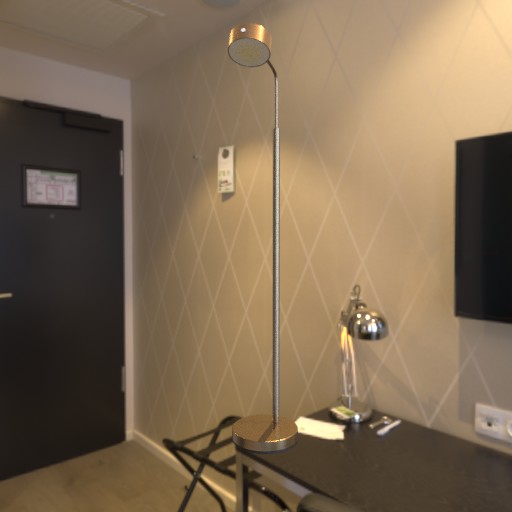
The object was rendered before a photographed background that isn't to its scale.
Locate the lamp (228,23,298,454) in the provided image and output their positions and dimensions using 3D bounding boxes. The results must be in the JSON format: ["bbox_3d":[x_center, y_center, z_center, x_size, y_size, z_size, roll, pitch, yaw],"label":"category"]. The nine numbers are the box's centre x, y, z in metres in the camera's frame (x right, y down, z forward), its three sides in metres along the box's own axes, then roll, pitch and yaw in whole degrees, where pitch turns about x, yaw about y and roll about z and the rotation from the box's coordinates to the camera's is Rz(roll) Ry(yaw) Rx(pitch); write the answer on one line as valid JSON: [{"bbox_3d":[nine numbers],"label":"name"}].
[{"bbox_3d":[0.000,0.000,1.370,0.219,1.230,0.418,1,2,18],"label":"lamp"}]
